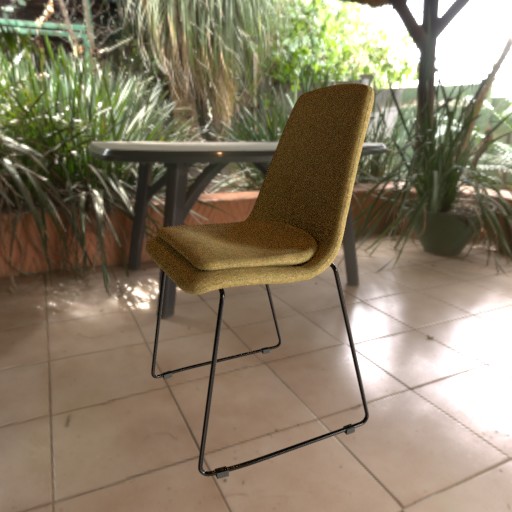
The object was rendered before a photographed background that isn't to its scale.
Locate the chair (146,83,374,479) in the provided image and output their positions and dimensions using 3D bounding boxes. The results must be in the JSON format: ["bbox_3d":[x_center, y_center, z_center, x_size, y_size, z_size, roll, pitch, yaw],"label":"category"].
[{"bbox_3d":[0.000,0.000,1.147,0.496,0.849,0.479,-8,18,-25],"label":"chair"}]
